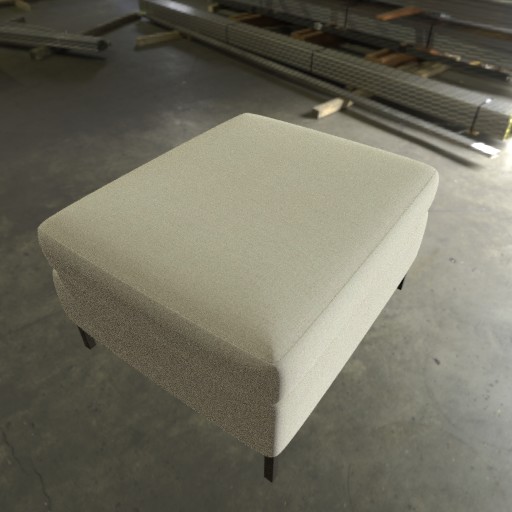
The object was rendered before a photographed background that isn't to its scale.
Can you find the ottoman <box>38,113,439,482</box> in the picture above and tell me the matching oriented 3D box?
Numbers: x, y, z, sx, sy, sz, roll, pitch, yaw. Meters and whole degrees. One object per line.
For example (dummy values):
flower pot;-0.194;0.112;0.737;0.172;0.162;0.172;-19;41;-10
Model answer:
ottoman;0.000;0.000;1.161;0.657;0.453;0.794;25;46;27
